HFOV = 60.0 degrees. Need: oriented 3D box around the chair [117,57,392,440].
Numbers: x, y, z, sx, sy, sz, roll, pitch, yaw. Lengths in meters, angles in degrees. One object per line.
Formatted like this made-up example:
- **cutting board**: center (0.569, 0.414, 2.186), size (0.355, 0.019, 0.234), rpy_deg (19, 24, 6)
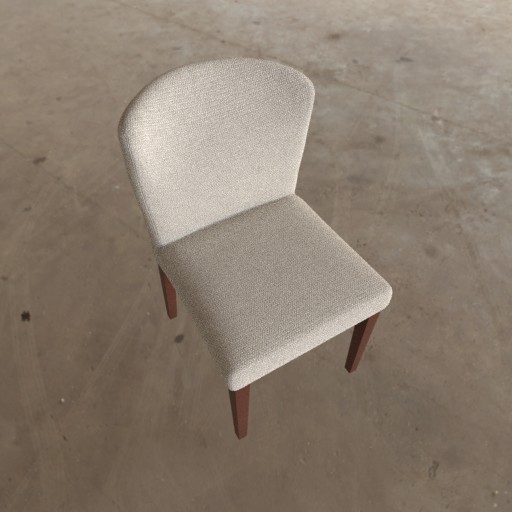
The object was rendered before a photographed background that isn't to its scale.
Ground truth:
- **chair**: center (0.000, 0.000, 1.199), size (0.491, 0.839, 0.589), rpy_deg (-24, 52, -20)
